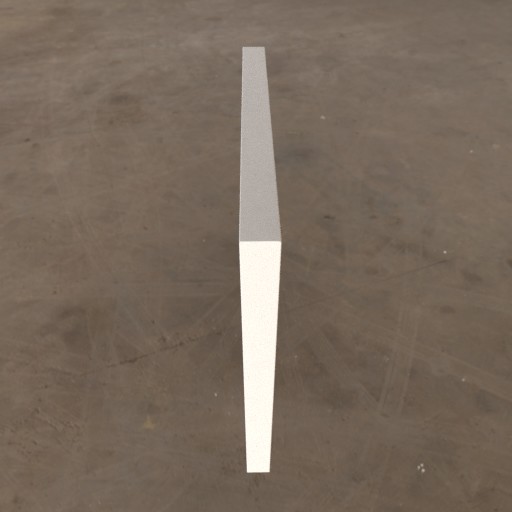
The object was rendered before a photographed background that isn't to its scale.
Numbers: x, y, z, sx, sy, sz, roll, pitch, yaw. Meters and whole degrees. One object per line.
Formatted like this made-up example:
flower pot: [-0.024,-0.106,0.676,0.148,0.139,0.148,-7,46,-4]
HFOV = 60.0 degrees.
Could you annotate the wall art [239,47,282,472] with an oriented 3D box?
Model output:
wall art: [0.000,0.000,0.747,0.037,0.508,0.508,-1,43,-1]
